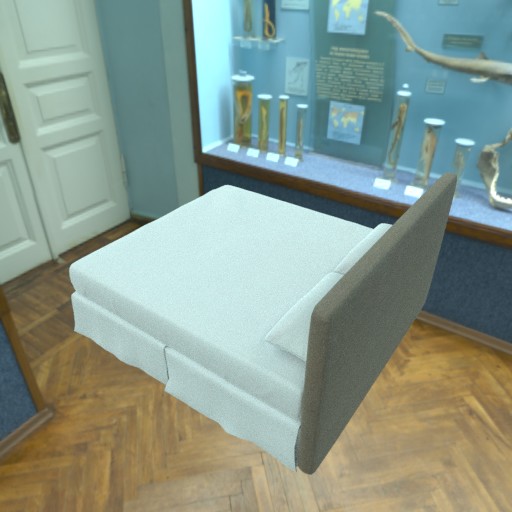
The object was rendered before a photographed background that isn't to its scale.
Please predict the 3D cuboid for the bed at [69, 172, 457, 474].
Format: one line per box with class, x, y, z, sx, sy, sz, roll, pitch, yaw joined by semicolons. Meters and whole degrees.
bed;0.000;0.000;3.556;2.341;1.317;2.119;21;38;30
